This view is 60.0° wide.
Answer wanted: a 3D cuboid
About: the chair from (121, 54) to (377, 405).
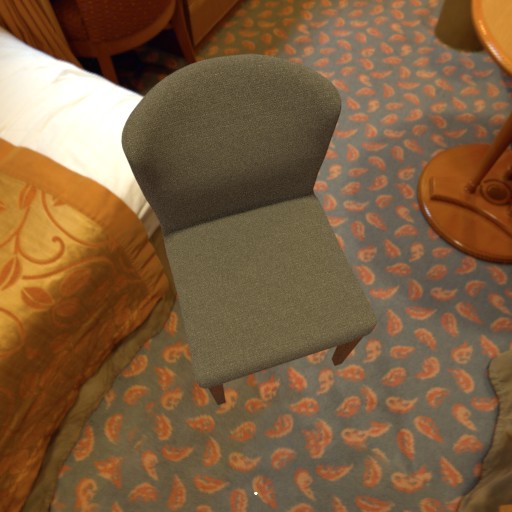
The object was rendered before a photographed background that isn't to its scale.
[{"bbox_3d":[0.000,0.000,1.211,0.491,0.839,0.589,-16,63,-8],"label":"chair"}]
